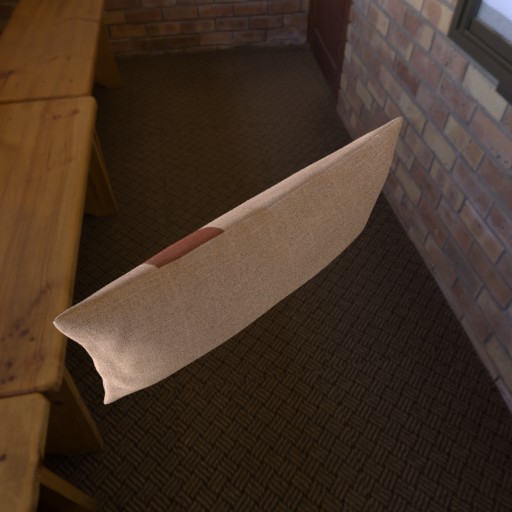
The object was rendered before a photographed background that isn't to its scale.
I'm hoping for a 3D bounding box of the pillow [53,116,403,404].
[{"bbox_3d":[0.000,0.000,0.716,0.612,0.282,0.155,-33,56,-27],"label":"pillow"}]
